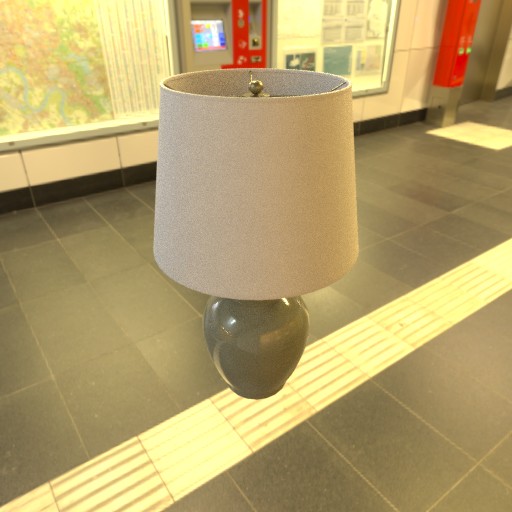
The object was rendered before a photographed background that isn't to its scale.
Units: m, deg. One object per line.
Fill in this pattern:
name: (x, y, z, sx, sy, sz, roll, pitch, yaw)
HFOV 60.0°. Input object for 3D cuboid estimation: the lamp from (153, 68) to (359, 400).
lamp: (0.000, 0.000, 0.537, 0.239, 0.399, 0.239, 0, 30, 0)
